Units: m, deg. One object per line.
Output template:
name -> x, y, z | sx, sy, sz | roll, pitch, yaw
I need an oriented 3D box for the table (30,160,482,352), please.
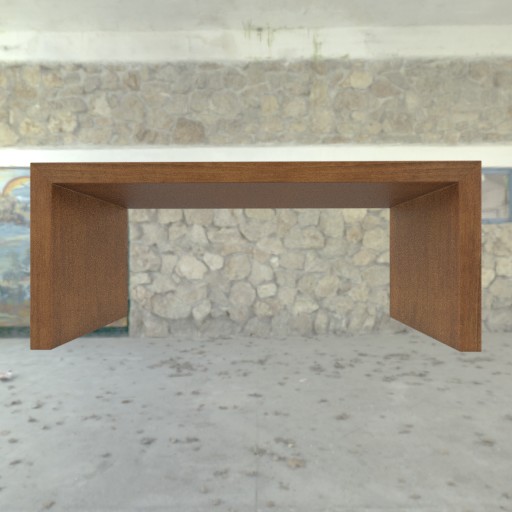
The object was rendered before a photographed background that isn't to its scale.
table -> 0.000, 0.000, 1.254 | 1.000, 0.419, 0.549 | 0, 0, 1
